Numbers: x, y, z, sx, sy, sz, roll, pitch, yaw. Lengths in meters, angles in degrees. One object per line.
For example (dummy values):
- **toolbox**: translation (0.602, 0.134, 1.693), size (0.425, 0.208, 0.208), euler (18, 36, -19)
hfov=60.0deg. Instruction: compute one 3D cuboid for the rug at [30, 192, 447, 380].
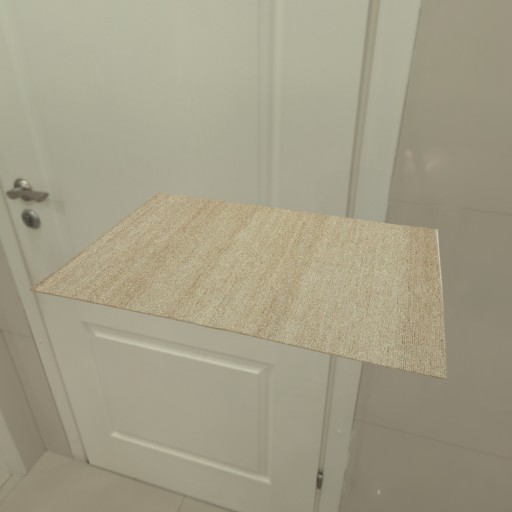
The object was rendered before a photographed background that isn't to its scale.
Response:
- **rug**: translation (0.000, 0.000, 2.964), size (2.346, 0.029, 1.574), euler (9, 32, 16)
